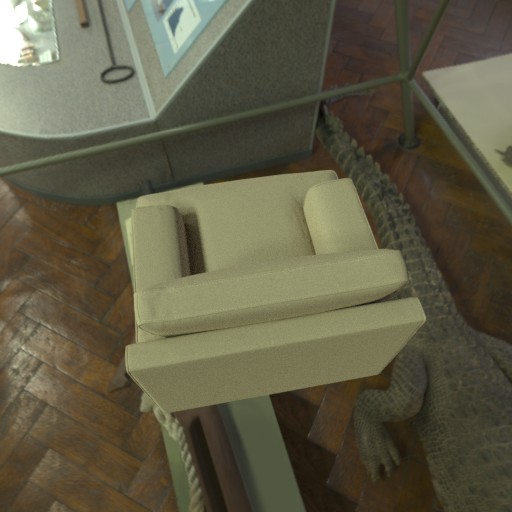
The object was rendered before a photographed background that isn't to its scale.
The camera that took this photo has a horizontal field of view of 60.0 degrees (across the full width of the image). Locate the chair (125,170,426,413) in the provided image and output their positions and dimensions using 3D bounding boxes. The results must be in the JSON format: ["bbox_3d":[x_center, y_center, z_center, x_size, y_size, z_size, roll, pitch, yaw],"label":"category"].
[{"bbox_3d":[0.000,0.000,2.185,1.293,1.005,1.274,-15,60,-9],"label":"chair"}]
